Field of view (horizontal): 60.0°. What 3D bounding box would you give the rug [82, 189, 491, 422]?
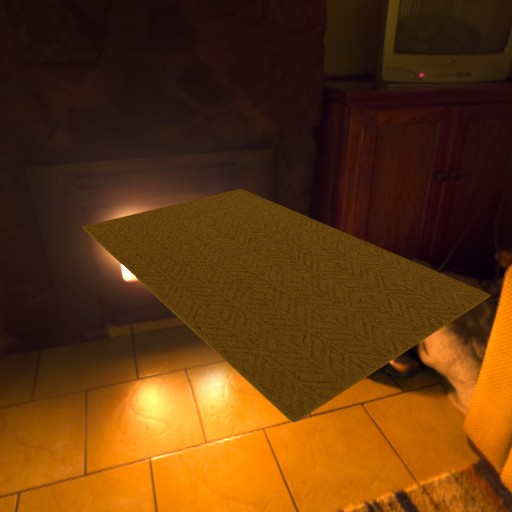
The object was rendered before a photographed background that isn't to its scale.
[{"bbox_3d":[0.000,0.000,2.976,1.523,0.008,2.438,-19,33,-33],"label":"rug"}]
